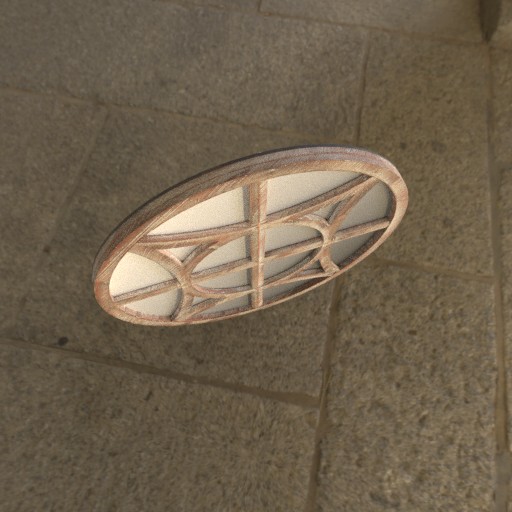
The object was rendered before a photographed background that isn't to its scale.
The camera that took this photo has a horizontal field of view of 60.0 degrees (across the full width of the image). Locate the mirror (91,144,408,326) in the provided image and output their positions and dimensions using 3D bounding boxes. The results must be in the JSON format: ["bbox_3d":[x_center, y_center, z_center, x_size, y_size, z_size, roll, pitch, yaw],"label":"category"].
[{"bbox_3d":[0.000,0.000,1.016,0.710,0.710,0.038,-16,67,-7],"label":"mirror"}]
